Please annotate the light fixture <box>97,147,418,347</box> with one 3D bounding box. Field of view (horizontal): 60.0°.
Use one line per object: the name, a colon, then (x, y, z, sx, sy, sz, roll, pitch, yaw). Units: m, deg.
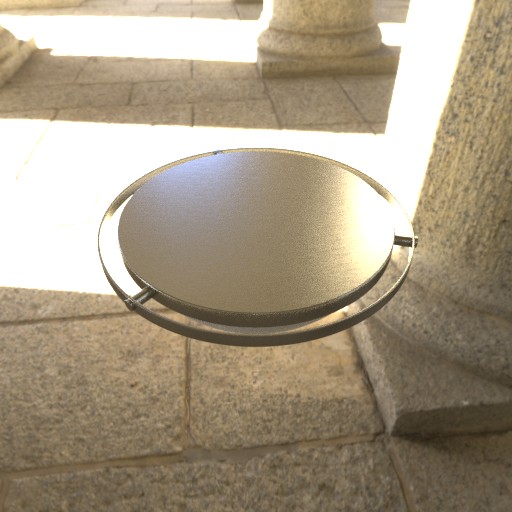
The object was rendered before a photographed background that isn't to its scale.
light fixture: (0.000, 0.000, 0.559, 0.361, 0.130, 0.361, 0, 40, 0)
